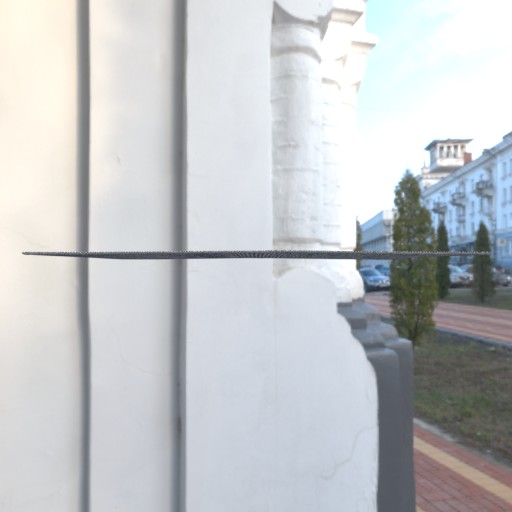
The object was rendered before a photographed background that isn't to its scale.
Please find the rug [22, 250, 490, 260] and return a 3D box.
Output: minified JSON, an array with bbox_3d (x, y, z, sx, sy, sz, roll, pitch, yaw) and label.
[{"bbox_3d":[0.000,0.000,3.022,2.349,0.030,1.624,0,-1,0],"label":"rug"}]
